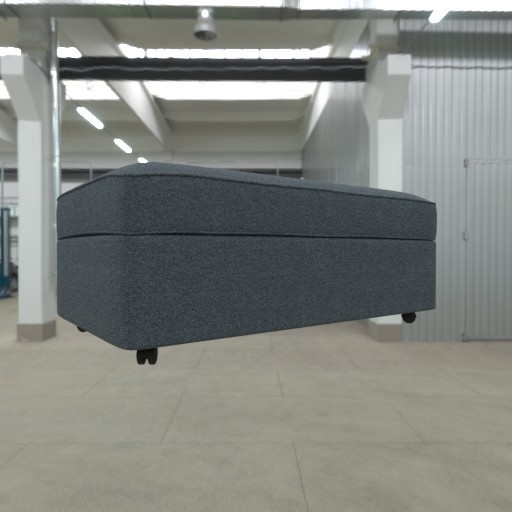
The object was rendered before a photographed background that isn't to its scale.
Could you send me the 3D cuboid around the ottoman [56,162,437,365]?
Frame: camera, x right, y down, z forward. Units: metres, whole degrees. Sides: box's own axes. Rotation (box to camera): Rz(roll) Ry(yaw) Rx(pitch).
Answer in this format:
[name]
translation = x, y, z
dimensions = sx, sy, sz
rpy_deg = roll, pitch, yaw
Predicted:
[ottoman]
translation = 0.000, 0.000, 1.541
dimensions = 1.173, 0.494, 0.681
rpy_deg = -1, 1, -36
